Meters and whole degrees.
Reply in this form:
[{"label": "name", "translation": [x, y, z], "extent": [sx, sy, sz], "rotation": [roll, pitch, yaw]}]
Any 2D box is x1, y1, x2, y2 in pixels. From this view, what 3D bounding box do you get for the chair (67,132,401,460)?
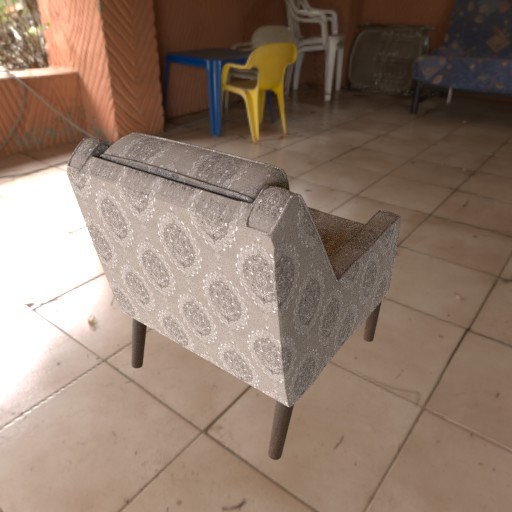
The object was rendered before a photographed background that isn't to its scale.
[{"label": "chair", "translation": [0.000, 0.000, 1.373], "extent": [0.665, 0.797, 0.750], "rotation": [21, 36, 31]}]
